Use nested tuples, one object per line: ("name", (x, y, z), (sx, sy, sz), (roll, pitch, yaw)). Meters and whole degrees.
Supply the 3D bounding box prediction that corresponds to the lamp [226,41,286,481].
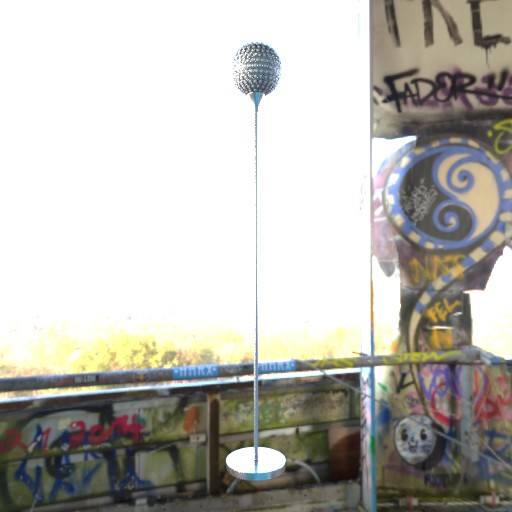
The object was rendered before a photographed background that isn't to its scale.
("lamp", (0.000, 0.000, 1.914), (0.254, 1.805, 0.254), (0, -1, 0))
